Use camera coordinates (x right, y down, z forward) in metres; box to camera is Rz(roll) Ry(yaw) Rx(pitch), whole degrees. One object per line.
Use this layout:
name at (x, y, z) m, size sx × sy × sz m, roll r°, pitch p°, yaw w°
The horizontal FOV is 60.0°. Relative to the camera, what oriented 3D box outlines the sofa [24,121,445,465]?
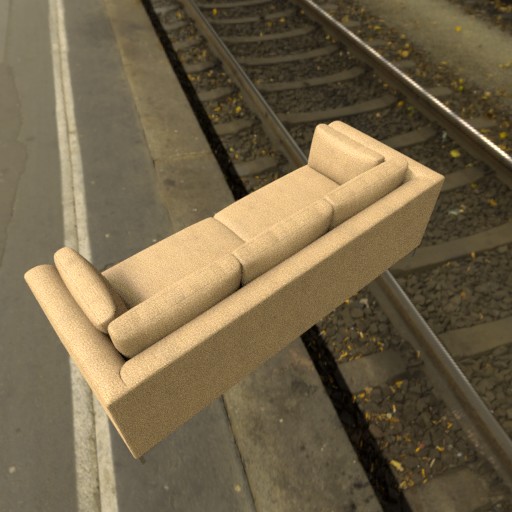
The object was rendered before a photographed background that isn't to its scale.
sofa at (0.000, 0.000, 2.829) m, size 2.415 × 0.867 × 0.969 m, roll -31°, pitch 54°, yaw -26°
